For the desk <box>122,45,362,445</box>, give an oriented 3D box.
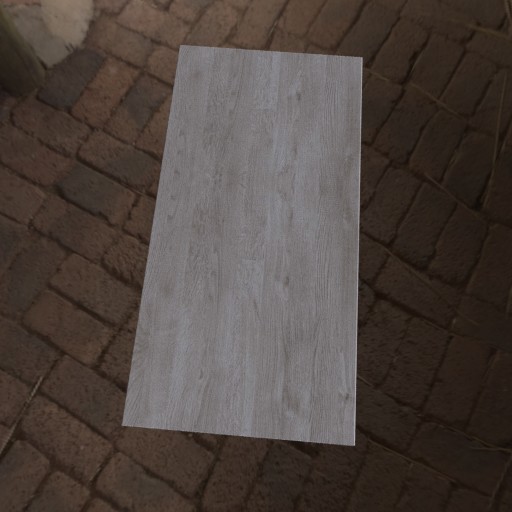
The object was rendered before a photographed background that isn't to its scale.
[{"bbox_3d":[0.000,0.000,1.559,0.560,0.730,1.100,4,74,1],"label":"desk"}]
